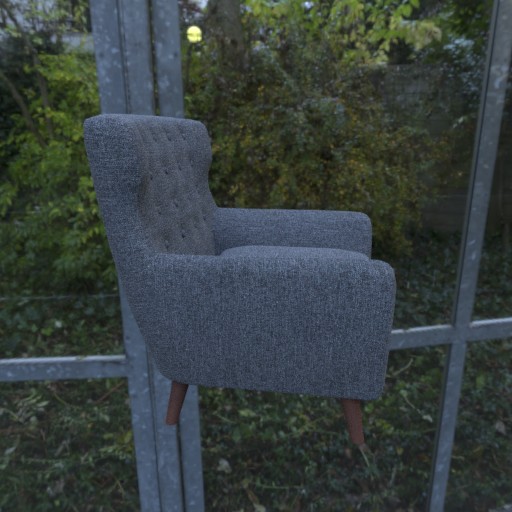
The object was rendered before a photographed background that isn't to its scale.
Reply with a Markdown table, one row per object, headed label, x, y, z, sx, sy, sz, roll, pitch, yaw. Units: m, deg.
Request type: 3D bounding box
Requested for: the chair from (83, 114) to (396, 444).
| label | x | y | z | sx | sy | sz | roll | pitch | yaw |
| --- | --- | --- | --- | --- | --- | --- | --- | --- | --- |
| chair | 0.000 | 0.000 | 1.708 | 0.940 | 1.039 | 0.889 | 2 | 17 | 8 |
